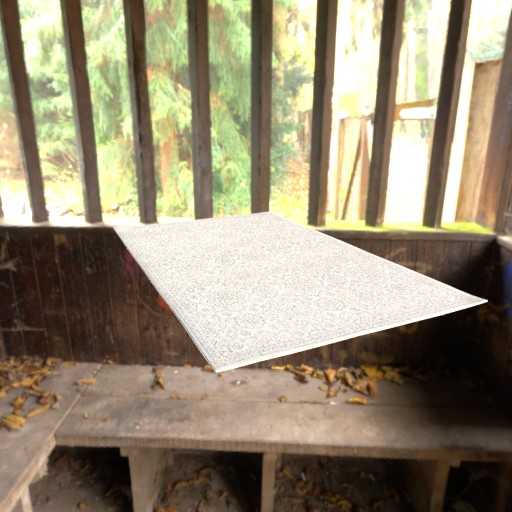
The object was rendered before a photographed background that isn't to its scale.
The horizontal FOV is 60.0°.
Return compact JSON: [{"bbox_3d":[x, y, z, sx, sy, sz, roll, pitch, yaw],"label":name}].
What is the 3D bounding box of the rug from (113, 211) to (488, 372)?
[{"bbox_3d":[0.000,0.000,2.423,1.214,0.023,1.947,-8,20,-24],"label":"rug"}]
